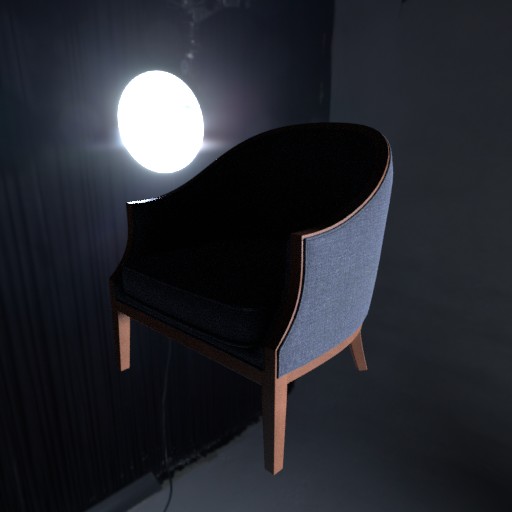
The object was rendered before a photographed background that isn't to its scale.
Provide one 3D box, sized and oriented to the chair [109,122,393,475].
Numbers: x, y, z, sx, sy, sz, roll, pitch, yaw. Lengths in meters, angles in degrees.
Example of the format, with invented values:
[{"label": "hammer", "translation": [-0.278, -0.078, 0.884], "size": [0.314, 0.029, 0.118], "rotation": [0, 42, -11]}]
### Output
[{"label": "chair", "translation": [0.000, 0.000, 1.487], "size": [0.803, 0.876, 0.735], "rotation": [14, 20, 42]}]
